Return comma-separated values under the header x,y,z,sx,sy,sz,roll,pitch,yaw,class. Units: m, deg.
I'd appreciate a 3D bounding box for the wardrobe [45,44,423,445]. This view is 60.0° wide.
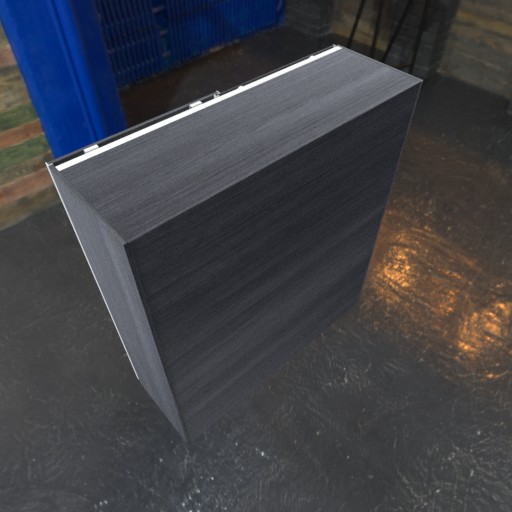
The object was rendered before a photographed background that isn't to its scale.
x,y,z,sx,sy,sz,roll,pitch,yaw,class
0.000,0.000,2.799,1.780,1.960,0.629,-34,56,-26,wardrobe
